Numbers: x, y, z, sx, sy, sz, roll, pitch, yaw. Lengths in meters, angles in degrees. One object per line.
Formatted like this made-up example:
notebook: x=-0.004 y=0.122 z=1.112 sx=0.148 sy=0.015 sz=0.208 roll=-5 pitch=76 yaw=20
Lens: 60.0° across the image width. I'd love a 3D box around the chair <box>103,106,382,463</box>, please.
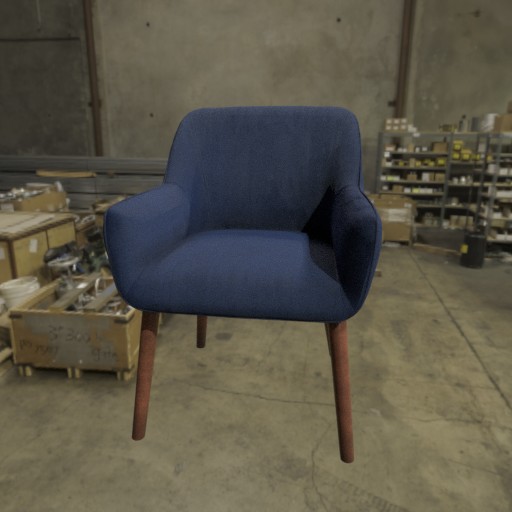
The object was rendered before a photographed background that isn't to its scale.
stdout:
chair: x=0.000 y=0.000 z=1.228 sx=0.600 sy=0.820 sz=0.600 roll=2 pitch=15 yaw=8
